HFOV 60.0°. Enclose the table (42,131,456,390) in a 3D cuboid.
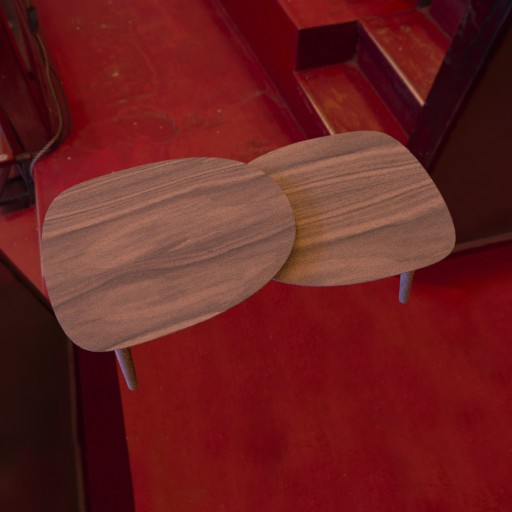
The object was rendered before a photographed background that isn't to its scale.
[{"bbox_3d":[0.000,0.000,1.343,1.084,0.429,0.527,-15,59,-9],"label":"table"}]
